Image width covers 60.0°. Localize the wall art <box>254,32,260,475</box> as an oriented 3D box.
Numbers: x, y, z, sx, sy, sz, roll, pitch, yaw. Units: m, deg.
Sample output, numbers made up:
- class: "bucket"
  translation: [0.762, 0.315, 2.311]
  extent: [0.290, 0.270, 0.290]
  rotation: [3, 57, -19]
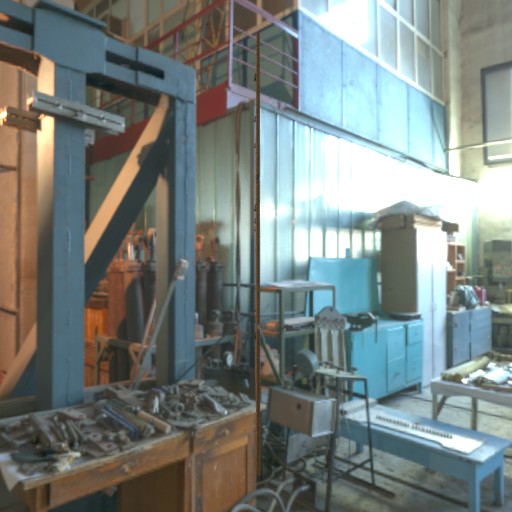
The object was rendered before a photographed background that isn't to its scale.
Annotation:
- class: "wall art"
  translation: [0.000, 0.000, 2.285]
  extent: [0.023, 1.522, 1.526]
  rotation: [0, -1, 0]
